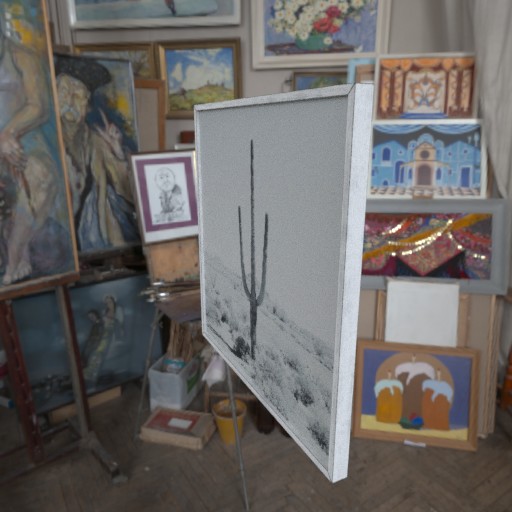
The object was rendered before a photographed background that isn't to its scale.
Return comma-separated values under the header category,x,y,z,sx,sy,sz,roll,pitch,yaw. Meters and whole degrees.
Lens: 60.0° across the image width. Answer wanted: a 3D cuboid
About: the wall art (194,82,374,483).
category,x,y,z,sx,sy,sz,roll,pitch,yaw
wall art,0.000,0.000,1.130,0.038,0.762,0.762,-8,18,-26
